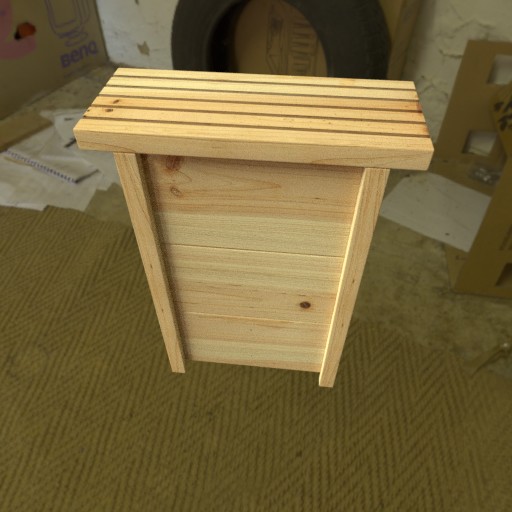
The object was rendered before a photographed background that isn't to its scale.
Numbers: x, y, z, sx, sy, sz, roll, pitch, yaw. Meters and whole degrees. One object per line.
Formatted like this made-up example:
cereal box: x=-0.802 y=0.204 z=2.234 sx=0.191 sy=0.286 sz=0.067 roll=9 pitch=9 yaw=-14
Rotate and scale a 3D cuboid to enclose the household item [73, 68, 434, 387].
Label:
household item: x=0.000 y=0.000 z=0.555 sx=0.301 sy=0.407 sz=0.123 roll=4 pitch=47 yaw=4
